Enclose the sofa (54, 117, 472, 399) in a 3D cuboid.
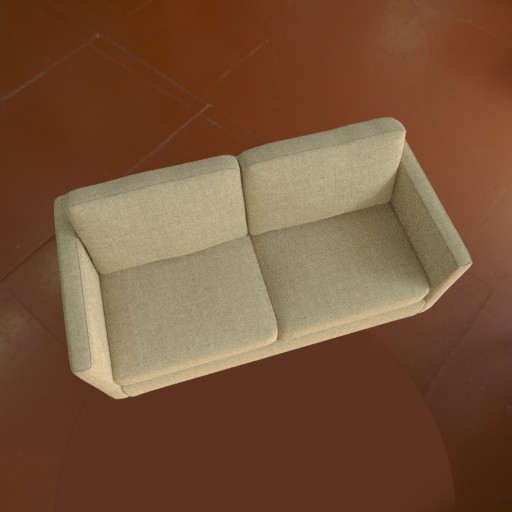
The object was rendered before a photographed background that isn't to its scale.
[{"bbox_3d":[0.000,0.000,2.382,1.884,0.963,0.950,-14,64,-7],"label":"sofa"}]
